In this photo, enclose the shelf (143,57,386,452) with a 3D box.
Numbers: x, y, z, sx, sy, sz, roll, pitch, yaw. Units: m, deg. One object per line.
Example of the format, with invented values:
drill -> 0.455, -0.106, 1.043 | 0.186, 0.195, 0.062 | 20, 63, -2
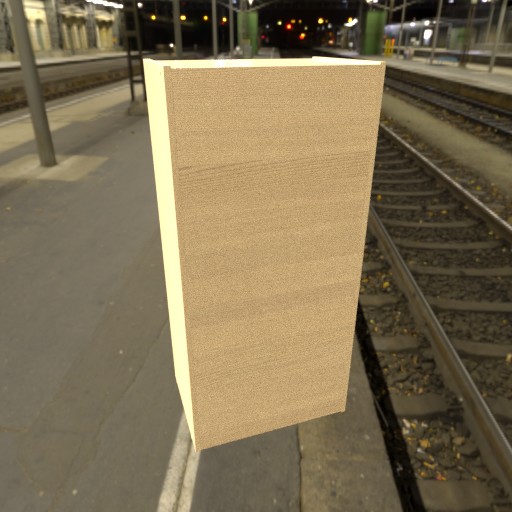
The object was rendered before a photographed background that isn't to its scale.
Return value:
shelf -> 0.000, 0.000, 1.084 | 0.417, 0.876, 0.292 | -9, 27, -17
